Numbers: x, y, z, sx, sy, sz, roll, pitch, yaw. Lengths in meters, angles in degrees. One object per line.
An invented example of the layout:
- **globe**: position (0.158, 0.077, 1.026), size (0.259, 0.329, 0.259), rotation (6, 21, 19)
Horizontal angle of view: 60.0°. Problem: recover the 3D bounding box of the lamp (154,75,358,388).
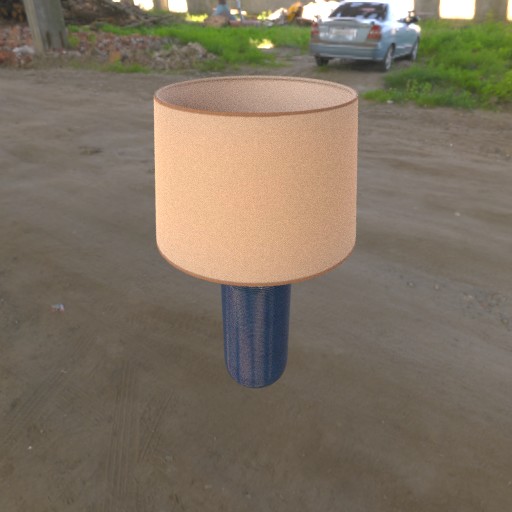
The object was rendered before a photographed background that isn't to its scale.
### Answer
- **lamp**: position (0.000, 0.000, 0.858), size (0.367, 0.609, 0.367), rotation (0, 30, 0)
